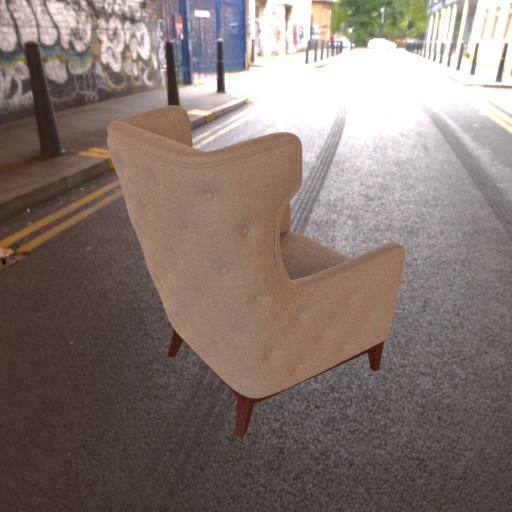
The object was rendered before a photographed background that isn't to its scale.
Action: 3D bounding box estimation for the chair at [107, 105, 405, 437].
[{"bbox_3d":[0.000,0.000,1.735,0.899,1.079,0.778,-18,32,-32],"label":"chair"}]
